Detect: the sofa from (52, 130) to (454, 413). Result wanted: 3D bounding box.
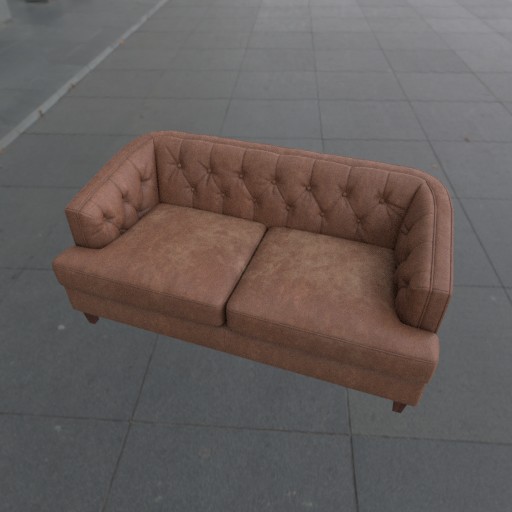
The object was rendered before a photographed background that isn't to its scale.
[{"bbox_3d":[0.000,0.000,2.232,1.755,0.786,0.914,13,42,15],"label":"sofa"}]
